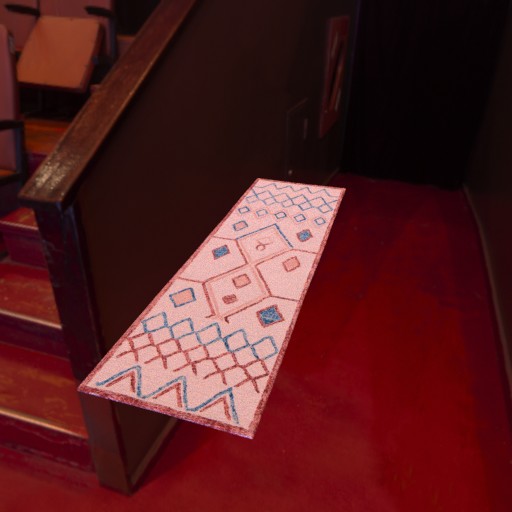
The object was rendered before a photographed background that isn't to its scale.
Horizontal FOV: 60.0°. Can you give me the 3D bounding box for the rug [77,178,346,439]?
[{"bbox_3d":[0.000,0.000,2.686,0.750,0.011,2.435,9,32,15],"label":"rug"}]
